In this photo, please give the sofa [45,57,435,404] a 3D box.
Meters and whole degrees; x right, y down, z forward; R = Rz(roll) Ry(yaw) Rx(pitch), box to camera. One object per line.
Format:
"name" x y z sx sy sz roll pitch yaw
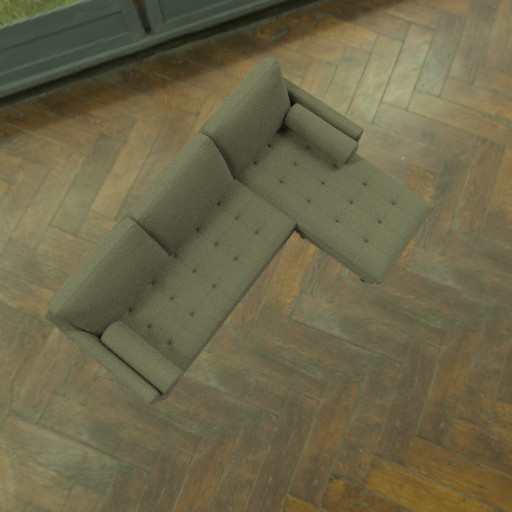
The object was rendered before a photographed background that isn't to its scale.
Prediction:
"sofa" 0.000 0.000 2.865 1.506 0.875 2.178 36 78 9
